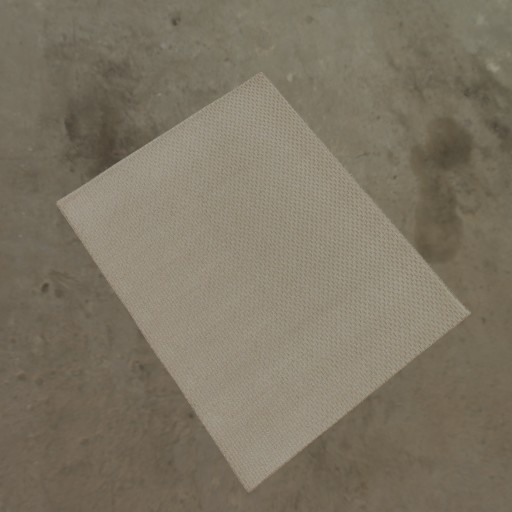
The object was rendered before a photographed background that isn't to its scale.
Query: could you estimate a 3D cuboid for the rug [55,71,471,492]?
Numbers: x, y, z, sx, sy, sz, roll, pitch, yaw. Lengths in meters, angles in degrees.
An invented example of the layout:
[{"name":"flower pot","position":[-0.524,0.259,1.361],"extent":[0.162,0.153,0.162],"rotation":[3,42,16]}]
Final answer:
[{"name":"rug","position":[0.000,0.000,3.785],"extent":[2.277,0.035,2.897],"rotation":[-36,78,-9]}]
